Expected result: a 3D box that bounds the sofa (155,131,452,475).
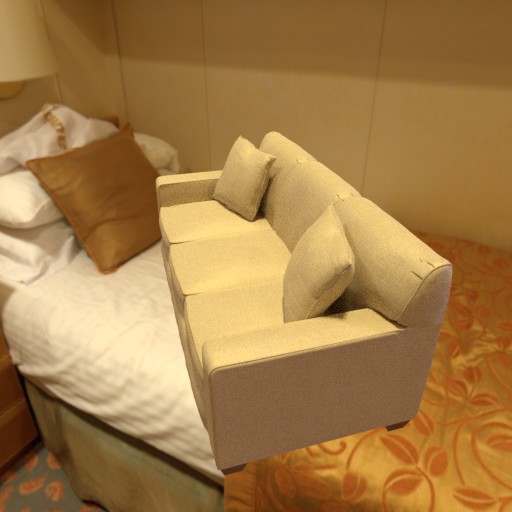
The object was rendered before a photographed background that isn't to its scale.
[{"bbox_3d":[0.000,0.000,2.551,0.997,0.958,2.024,-8,31,-14],"label":"sofa"}]
